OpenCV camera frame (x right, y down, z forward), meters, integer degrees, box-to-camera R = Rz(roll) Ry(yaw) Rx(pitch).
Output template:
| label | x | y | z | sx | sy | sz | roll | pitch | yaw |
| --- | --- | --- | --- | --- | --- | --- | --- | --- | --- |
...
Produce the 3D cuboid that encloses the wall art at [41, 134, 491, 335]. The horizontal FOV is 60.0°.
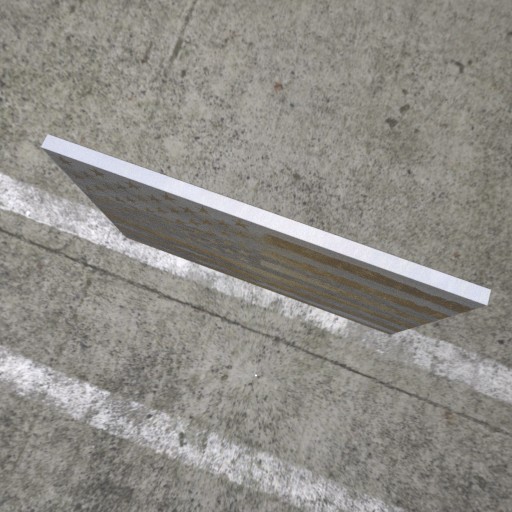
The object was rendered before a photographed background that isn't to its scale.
| label | x | y | z | sx | sy | sz | roll | pitch | yaw |
| --- | --- | --- | --- | --- | --- | --- | --- | --- | --- |
| wall art | 0.000 | 0.000 | 1.438 | 1.145 | 0.762 | 0.041 | 20 | 76 | 5 |
